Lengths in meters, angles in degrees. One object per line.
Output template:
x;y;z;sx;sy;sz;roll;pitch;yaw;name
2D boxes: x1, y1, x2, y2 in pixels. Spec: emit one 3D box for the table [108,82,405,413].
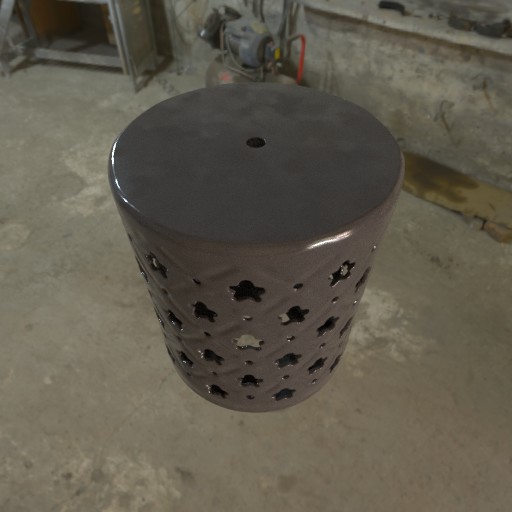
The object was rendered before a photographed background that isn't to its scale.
0.000;0.000;0.664;0.352;0.387;0.352;0;46;0;table
